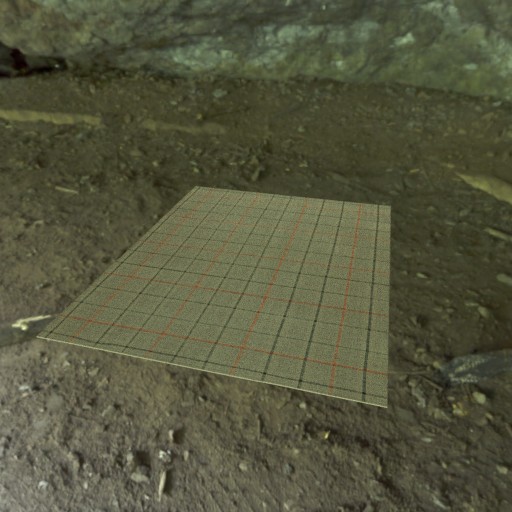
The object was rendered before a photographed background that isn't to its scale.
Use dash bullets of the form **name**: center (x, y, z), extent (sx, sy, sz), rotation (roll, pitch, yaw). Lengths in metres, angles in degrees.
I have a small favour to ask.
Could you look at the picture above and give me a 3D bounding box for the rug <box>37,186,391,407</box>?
- **rug**: center (0.000, 0.000, 4.175), extent (2.444, 0.012, 3.048), rotation (8, 31, 13)
